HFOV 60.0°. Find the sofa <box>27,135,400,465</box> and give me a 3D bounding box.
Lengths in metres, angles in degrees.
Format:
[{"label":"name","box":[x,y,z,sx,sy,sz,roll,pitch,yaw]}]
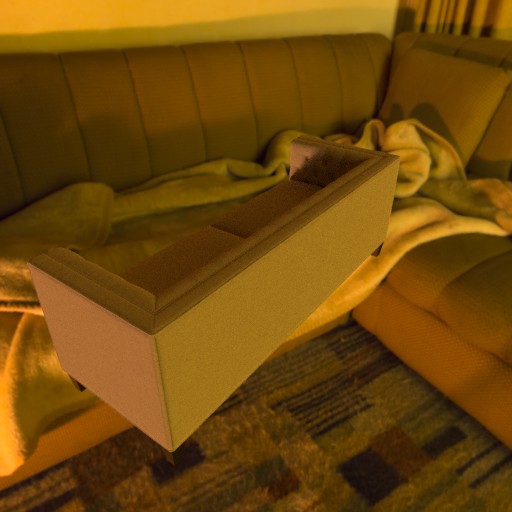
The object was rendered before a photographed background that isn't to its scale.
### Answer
[{"label":"sofa","box":[0.000,0.000,2.566,0.775,0.762,2.159,22,38,30]}]
